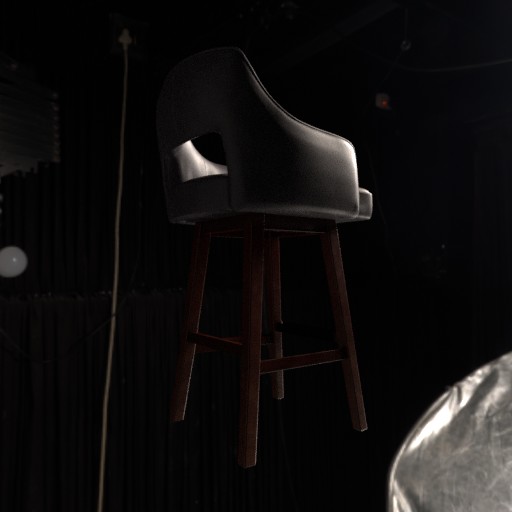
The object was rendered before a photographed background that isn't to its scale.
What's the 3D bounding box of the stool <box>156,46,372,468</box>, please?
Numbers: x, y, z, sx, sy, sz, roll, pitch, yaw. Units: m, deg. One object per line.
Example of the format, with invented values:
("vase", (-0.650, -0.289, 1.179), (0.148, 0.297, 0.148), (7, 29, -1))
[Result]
("stool", (0.000, 0.000, 1.357), (0.560, 1.041, 0.550), (1, -2, -36))
